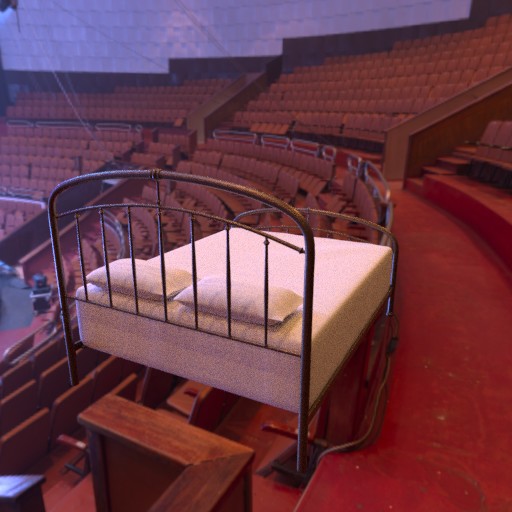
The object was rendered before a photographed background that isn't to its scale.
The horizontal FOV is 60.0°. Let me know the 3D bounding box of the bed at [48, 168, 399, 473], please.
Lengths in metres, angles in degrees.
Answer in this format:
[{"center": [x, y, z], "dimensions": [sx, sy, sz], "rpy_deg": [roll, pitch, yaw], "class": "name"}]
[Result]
[{"center": [0.000, 0.000, 3.303], "dimensions": [1.711, 1.475, 2.168], "rpy_deg": [9, 19, 27], "class": "bed"}]
